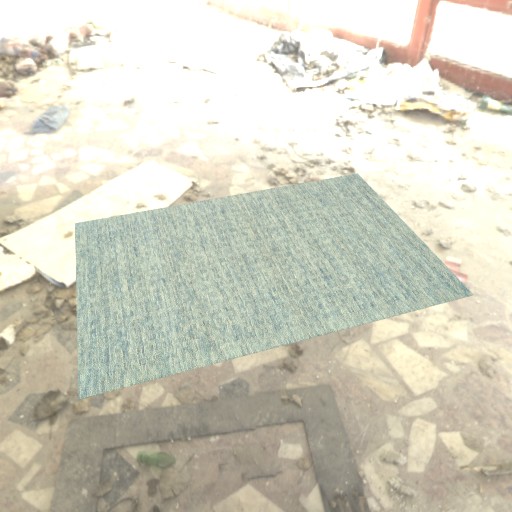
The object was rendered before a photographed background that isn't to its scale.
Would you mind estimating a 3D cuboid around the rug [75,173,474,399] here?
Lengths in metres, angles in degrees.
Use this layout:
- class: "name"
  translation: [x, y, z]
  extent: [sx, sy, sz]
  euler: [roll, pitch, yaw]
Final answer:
- class: "rug"
  translation: [0.000, 0.000, 2.262]
  extent: [1.752, 0.006, 1.142]
  euler: [-12, 43, -13]
